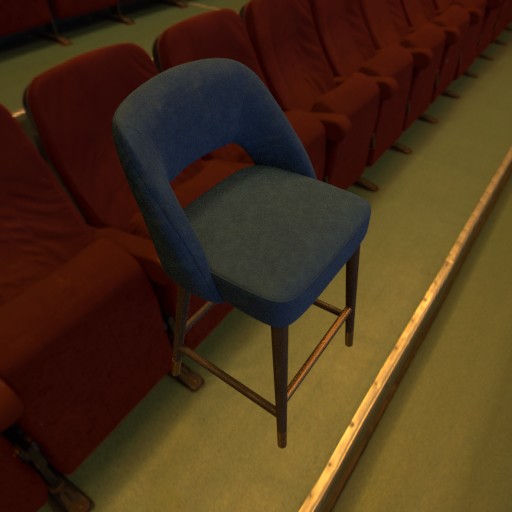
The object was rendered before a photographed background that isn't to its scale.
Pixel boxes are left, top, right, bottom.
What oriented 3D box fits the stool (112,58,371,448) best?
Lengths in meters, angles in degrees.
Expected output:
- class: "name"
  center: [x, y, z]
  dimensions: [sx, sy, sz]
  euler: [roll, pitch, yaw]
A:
- class: "stool"
  center: [0.000, 0.000, 1.238]
  dimensions: [0.524, 0.925, 0.536]
  euler: [25, 48, 25]
